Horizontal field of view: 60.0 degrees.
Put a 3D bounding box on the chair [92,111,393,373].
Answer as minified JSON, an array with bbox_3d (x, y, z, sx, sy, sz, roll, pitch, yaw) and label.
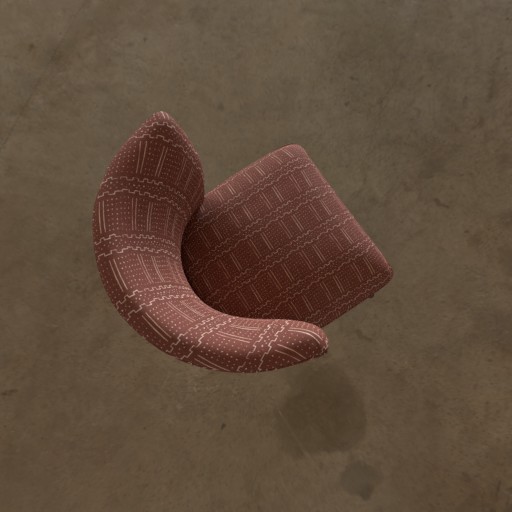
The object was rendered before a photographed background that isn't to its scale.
[{"bbox_3d":[0.000,0.000,1.413,0.758,0.866,0.706,-33,77,-8],"label":"chair"}]
